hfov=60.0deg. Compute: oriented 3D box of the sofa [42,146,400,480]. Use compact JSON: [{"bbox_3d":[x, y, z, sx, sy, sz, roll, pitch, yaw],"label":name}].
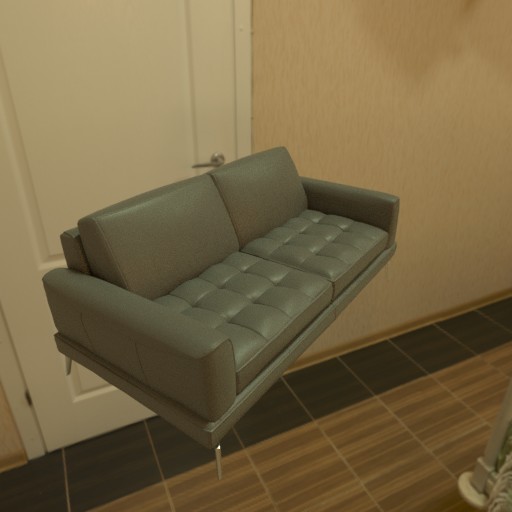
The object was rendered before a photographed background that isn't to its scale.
[{"bbox_3d":[0.000,0.000,2.710,1.121,0.930,2.177,18,32,31],"label":"sofa"}]
